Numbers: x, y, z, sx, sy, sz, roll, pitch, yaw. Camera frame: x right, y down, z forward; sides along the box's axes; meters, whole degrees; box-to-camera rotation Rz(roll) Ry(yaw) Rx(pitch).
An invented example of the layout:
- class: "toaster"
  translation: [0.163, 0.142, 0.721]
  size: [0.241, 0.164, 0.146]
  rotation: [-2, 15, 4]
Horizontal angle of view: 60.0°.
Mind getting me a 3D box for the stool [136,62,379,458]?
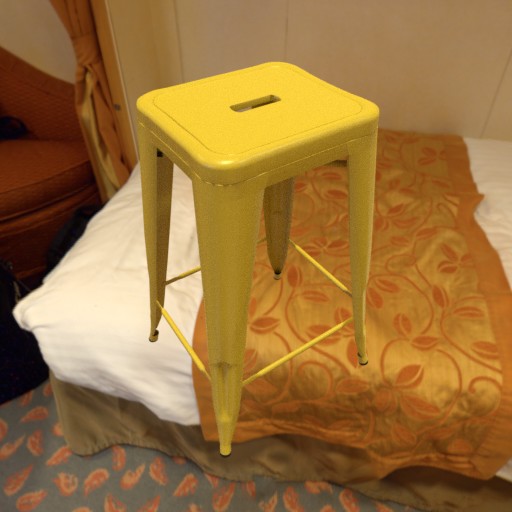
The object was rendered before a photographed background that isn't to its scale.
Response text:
- class: "stool"
  translation: [0.000, 0.000, 0.850]
  size: [0.399, 0.609, 0.359]
  rotation: [-25, 48, -25]
